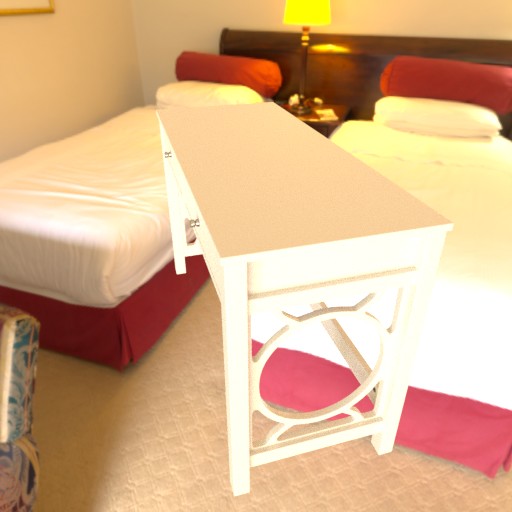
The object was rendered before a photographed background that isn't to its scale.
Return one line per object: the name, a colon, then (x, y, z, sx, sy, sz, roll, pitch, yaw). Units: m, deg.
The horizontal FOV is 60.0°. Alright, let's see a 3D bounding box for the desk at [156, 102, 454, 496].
desk: (0.000, 0.000, 1.539, 0.504, 0.762, 1.191, -9, 32, -14)
